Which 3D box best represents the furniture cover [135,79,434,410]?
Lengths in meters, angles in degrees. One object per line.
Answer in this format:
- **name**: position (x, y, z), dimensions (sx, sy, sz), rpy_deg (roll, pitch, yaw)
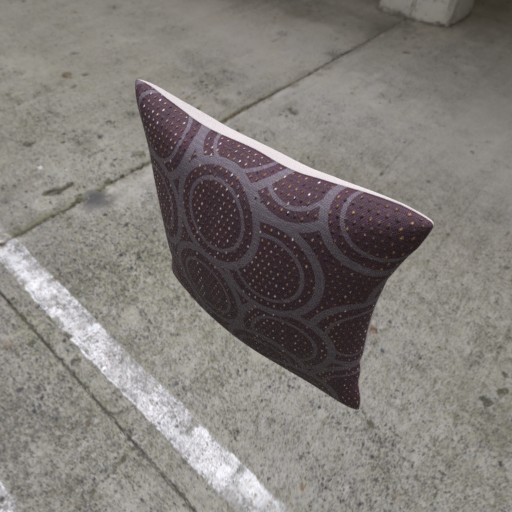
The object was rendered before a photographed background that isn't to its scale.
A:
- **furniture cover**: position (0.000, 0.000, 0.822), dimensions (0.552, 0.509, 0.193), rpy_deg (33, 55, 27)
